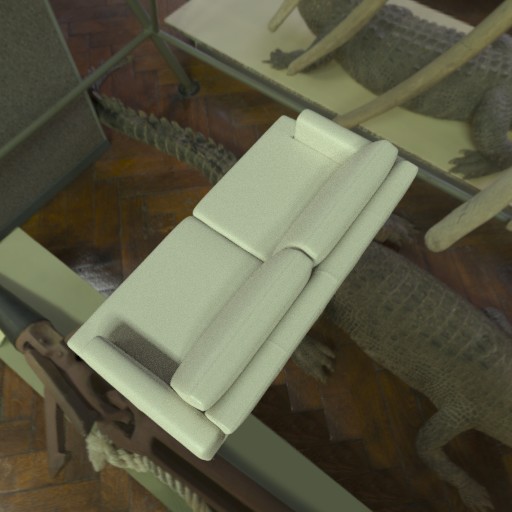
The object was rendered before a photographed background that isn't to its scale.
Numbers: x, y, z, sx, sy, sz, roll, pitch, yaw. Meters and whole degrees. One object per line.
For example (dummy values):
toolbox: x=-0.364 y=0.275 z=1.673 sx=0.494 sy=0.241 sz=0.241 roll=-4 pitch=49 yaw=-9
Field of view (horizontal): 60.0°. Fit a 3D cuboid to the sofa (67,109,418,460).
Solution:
sofa: x=0.000 y=0.000 z=2.434 sx=0.974 sy=0.765 sz=1.940 roll=33 pitch=68 yaw=16
